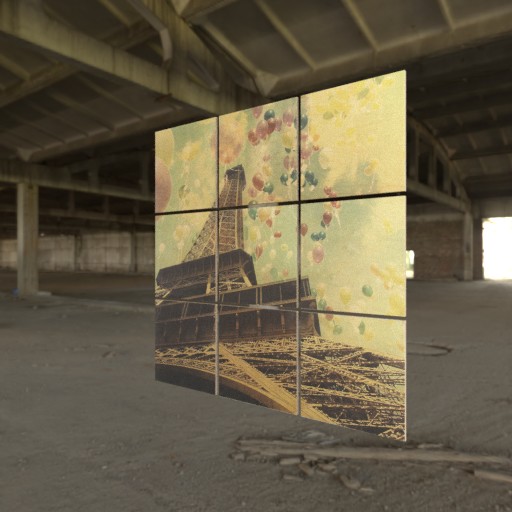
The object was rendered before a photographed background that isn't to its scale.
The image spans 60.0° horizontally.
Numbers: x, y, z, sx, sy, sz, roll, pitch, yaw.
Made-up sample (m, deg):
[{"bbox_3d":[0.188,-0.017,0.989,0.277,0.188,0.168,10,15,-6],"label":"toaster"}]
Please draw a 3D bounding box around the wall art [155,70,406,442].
[{"bbox_3d":[0.000,0.000,1.817,1.219,1.218,0.013,0,0,36],"label":"wall art"}]
